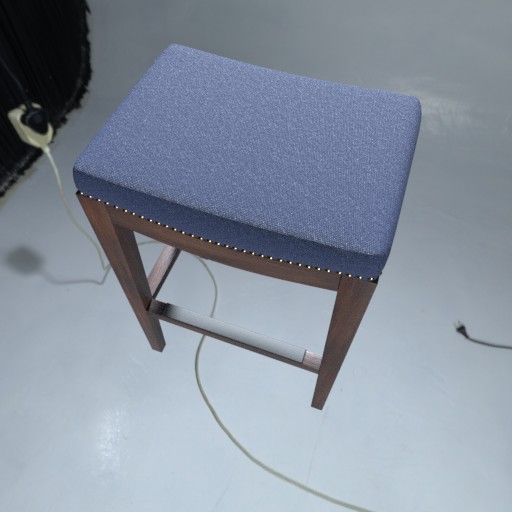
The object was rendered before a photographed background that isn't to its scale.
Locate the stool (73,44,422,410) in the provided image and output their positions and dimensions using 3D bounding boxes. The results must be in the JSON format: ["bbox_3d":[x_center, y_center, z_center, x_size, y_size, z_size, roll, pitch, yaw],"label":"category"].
[{"bbox_3d":[0.000,0.000,0.999,0.498,0.740,0.358,17,59,11],"label":"stool"}]
